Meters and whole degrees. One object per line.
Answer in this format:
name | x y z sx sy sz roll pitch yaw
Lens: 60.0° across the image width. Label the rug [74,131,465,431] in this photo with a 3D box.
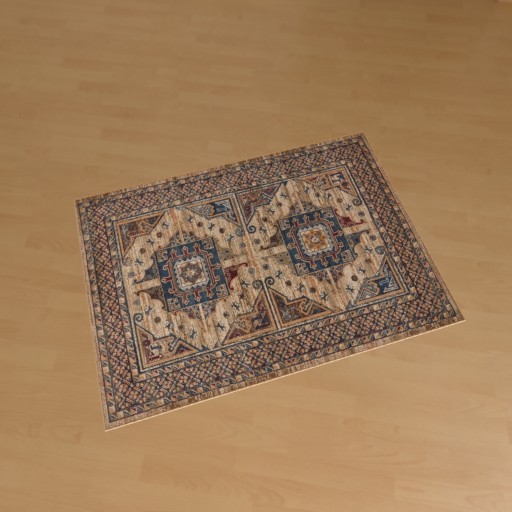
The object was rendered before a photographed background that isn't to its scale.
rug | 0.000 0.000 2.950 2.227 0.008 1.611 -15 64 -8
